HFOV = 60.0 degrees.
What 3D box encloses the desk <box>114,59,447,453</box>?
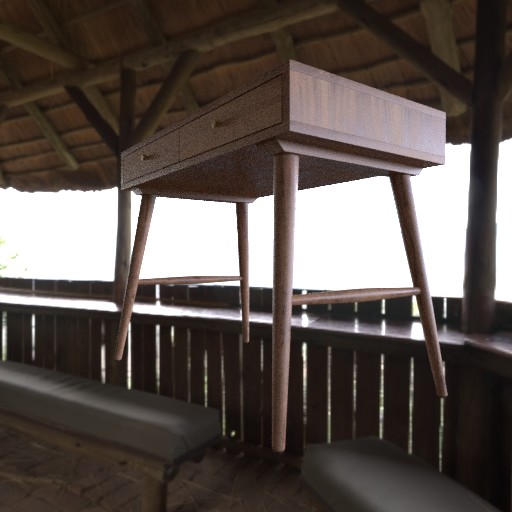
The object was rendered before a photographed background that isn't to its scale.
[{"bbox_3d":[0.000,0.000,1.393,0.588,0.758,0.949,0,0,-36],"label":"desk"}]
